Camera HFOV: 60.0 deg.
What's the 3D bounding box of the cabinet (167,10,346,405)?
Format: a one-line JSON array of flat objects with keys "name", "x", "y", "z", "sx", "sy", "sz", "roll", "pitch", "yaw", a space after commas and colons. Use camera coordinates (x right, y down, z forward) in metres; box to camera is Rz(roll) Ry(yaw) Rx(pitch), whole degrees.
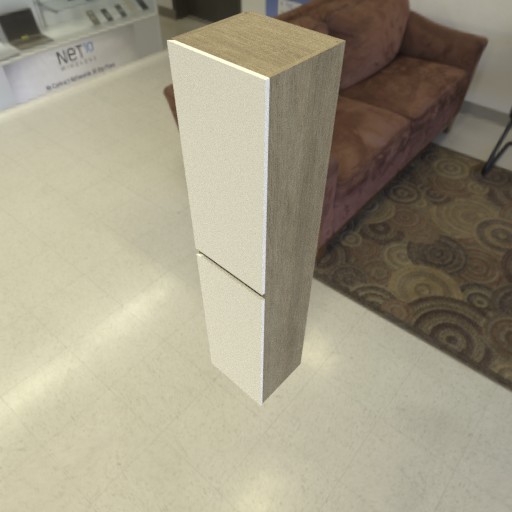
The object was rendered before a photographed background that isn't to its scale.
[{"name": "cabinet", "x": 0.000, "y": 0.000, "z": 1.502, "sx": 0.300, "sy": 1.400, "sz": 0.270, "roll": 34, "pitch": 55, "yaw": 28}]
